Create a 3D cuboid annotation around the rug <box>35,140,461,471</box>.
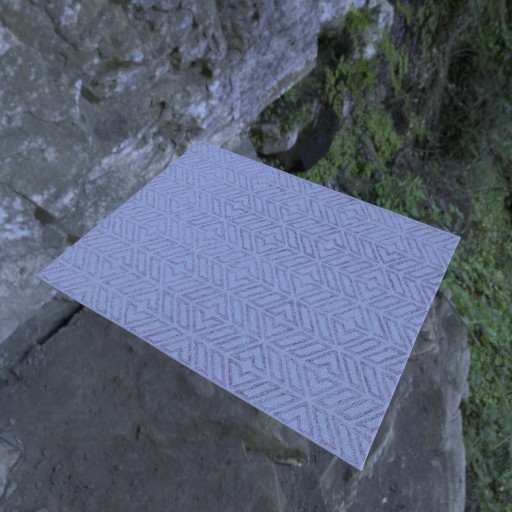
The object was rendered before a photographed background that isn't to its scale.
[{"bbox_3d":[0.000,0.000,4.025,3.045,0.008,2.421,25,53,20],"label":"rug"}]
